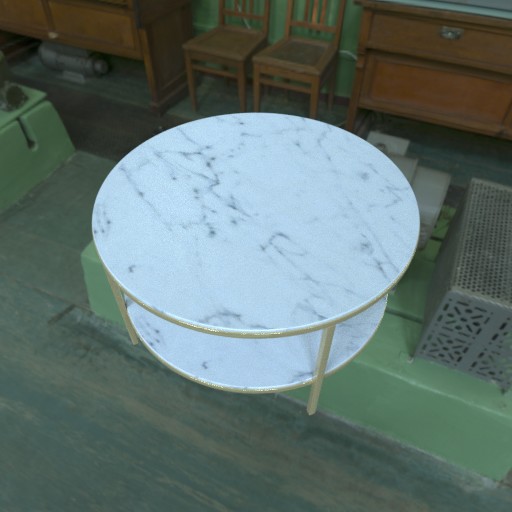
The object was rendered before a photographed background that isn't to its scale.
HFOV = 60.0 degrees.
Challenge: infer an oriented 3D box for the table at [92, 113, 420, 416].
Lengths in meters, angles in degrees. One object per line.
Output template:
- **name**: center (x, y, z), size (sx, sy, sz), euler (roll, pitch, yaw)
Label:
- **table**: center (0.000, 0.000, 1.273), size (0.800, 0.450, 0.800), euler (0, 48, 0)
